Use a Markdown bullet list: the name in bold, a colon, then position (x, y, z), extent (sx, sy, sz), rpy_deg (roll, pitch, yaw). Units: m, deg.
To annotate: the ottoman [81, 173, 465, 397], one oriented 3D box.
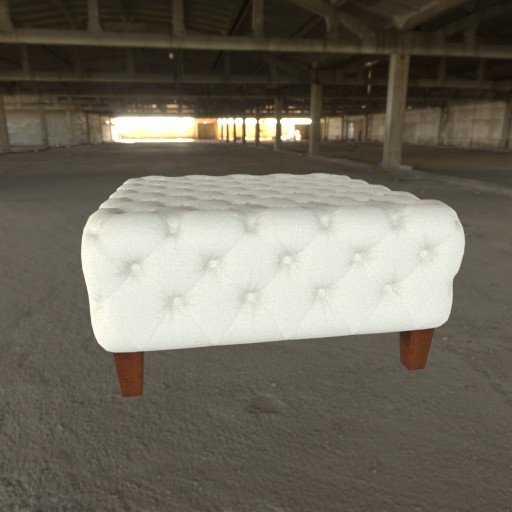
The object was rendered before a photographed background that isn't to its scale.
- **ottoman**: position (0.000, 0.000, 1.200), extent (0.753, 0.376, 0.755), rpy_deg (-3, 16, -9)
